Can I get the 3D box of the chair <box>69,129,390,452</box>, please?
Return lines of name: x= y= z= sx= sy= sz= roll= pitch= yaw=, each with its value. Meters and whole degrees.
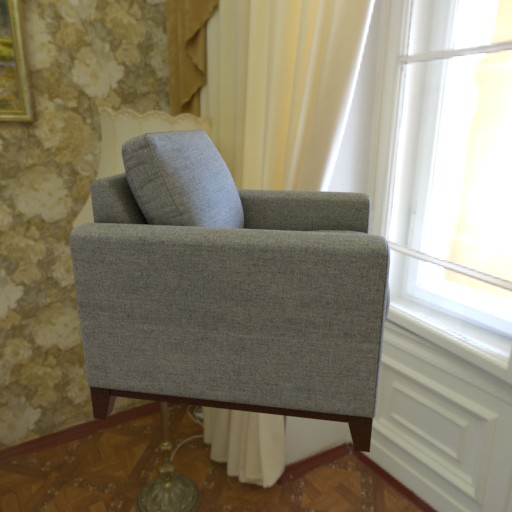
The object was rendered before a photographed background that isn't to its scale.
chair: x=0.000 y=0.000 z=1.856 sx=1.038 sy=1.010 sz=1.024 roll=3 pitch=17 yaw=10
